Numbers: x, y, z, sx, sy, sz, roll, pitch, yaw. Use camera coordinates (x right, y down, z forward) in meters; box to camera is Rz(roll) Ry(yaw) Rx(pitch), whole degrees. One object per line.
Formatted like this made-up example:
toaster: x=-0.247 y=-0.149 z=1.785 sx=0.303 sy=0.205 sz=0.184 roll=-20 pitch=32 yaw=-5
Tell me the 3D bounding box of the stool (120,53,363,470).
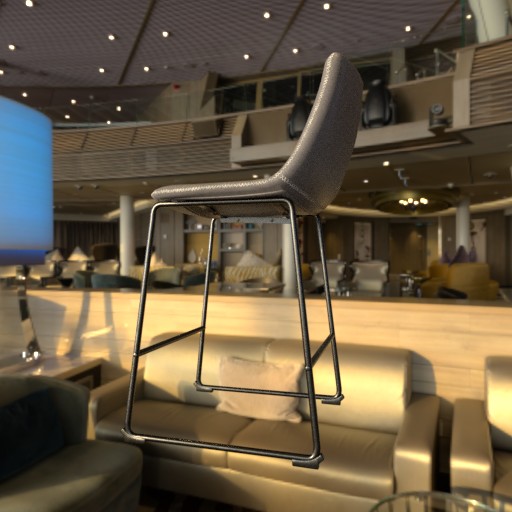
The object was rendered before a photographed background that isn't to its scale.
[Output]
stool: x=0.000 y=0.000 z=1.162 sx=0.546 sy=0.876 sz=0.470 roll=0 pitch=0 yaw=17
